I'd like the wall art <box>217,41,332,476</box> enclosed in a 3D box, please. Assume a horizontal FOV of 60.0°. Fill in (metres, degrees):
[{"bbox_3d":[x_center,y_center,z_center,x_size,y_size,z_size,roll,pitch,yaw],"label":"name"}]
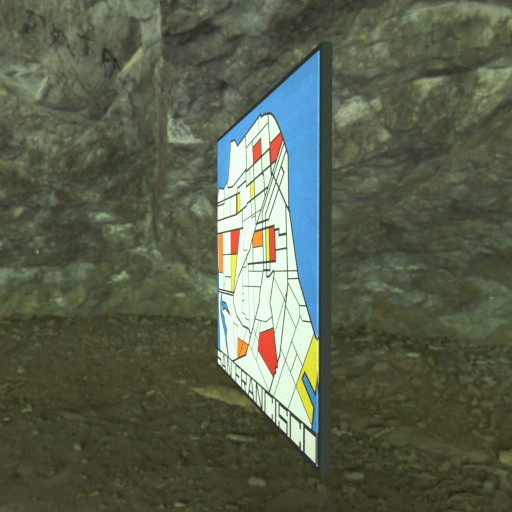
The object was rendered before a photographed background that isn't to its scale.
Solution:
[{"bbox_3d":[0.000,0.000,0.683,0.013,0.457,0.458,-1,2,-19],"label":"wall art"}]
